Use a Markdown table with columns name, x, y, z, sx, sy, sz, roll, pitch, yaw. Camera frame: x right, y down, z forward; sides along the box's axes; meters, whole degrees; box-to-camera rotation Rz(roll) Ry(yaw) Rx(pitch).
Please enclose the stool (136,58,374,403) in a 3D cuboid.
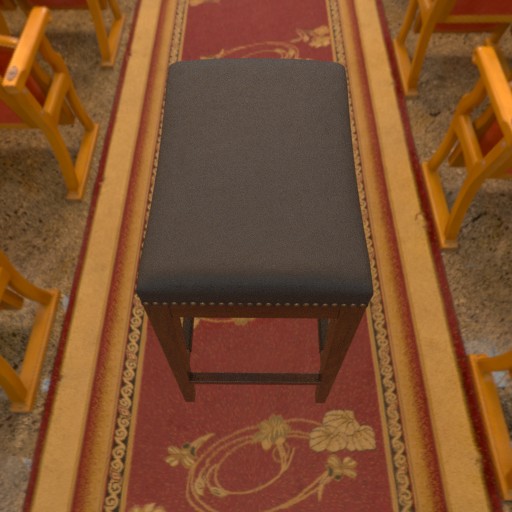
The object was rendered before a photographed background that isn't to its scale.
| name | x | y | z | sx | sy | sz | roll | pitch | yaw |
| --- | --- | --- | --- | --- | --- | --- | --- | --- | --- |
| stool | 0.000 | 0.000 | 0.948 | 0.353 | 0.664 | 0.490 | 0 | 62 | 0 |
